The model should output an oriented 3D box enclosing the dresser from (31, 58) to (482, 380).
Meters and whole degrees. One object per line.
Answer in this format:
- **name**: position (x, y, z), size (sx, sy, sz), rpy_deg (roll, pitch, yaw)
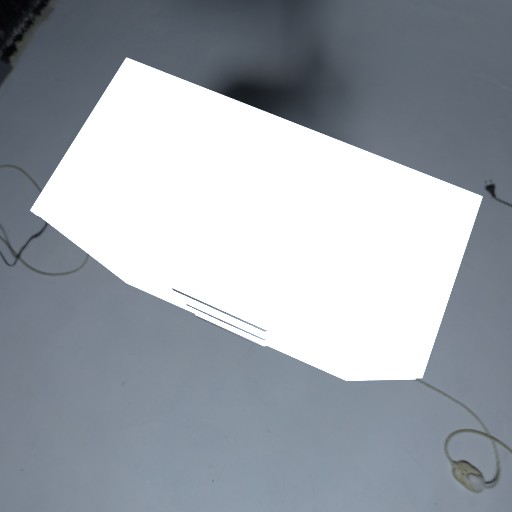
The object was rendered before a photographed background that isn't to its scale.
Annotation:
- **dresser**: position (0.000, 0.000, 1.258), size (0.830, 0.740, 0.420), rpy_deg (23, 75, 6)
